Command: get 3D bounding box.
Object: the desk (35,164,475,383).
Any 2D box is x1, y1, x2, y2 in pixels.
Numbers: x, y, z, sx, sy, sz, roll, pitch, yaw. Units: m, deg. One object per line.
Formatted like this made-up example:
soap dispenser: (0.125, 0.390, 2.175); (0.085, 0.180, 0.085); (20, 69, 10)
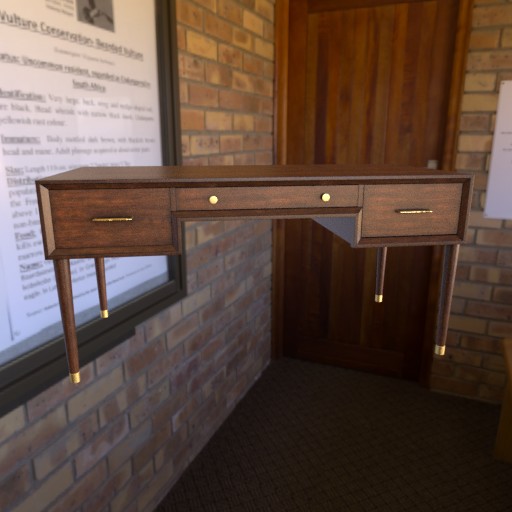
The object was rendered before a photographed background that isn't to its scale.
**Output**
desk: (0.000, 0.000, 2.000); (1.575, 0.762, 0.724); (-2, 15, -8)
